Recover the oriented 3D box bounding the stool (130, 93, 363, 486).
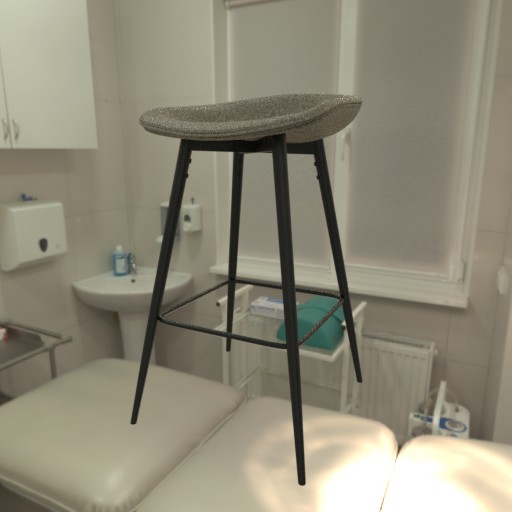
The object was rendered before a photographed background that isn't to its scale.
[{"bbox_3d":[0.000,0.000,1.120,0.469,0.814,0.480,7,15,26],"label":"stool"}]
